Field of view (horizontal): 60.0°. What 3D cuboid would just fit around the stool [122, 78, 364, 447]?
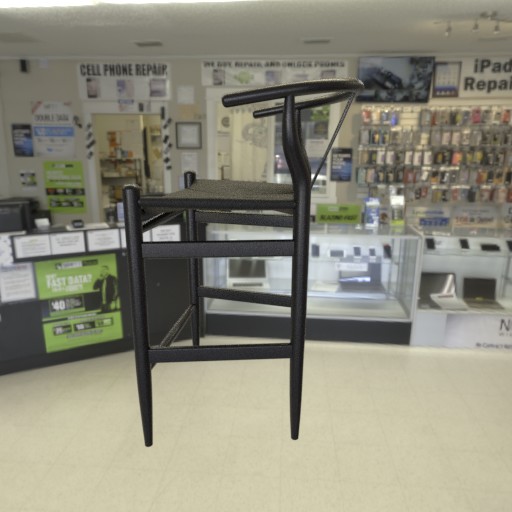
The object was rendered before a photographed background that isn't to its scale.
[{"bbox_3d":[0.000,0.000,1.336,0.579,0.970,0.569,2,15,7],"label":"stool"}]
